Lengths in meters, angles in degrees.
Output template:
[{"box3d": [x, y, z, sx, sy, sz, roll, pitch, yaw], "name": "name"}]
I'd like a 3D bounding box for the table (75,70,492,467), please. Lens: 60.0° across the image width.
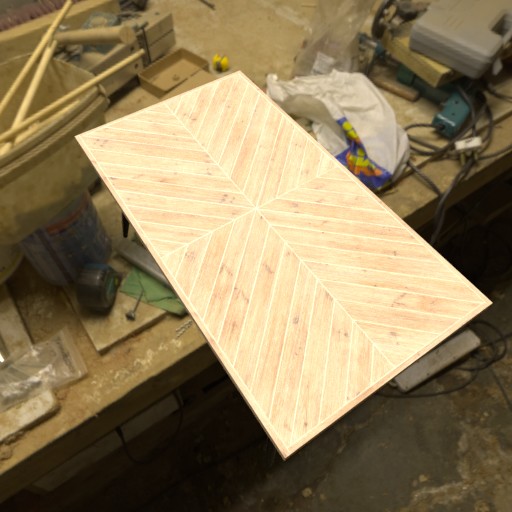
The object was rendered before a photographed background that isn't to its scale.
[{"box3d": [0.000, 0.000, 2.291, 0.991, 0.762, 1.803, -29, 61, -18], "name": "table"}]
